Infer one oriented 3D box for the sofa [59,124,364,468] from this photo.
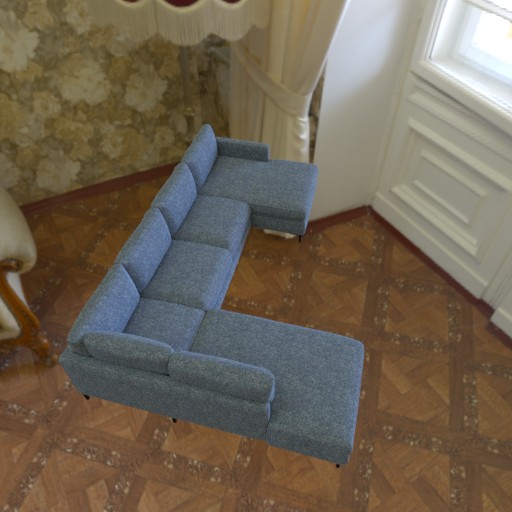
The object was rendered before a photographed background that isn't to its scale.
[{"bbox_3d":[0.000,0.000,3.615,1.879,0.756,2.737,11,48,10],"label":"sofa"}]
